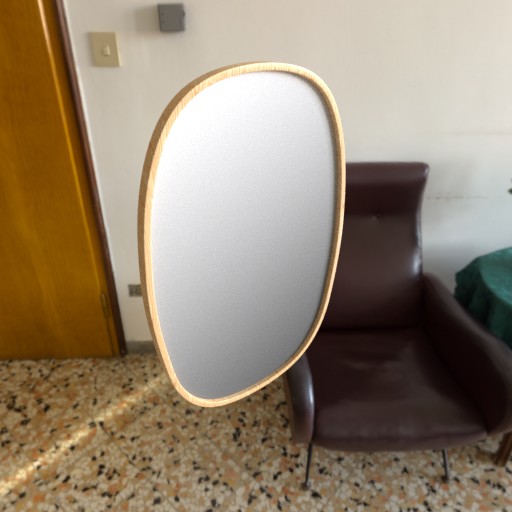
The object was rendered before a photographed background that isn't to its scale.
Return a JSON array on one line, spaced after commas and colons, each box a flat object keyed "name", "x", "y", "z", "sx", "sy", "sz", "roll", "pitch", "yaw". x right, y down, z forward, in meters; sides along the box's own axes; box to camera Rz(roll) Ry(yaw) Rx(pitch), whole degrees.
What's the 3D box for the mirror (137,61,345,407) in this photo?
[{"name": "mirror", "x": 0.000, "y": 0.000, "z": 1.335, "sx": 0.724, "sy": 1.075, "sz": 0.037, "roll": -21, "pitch": 35, "yaw": -32}]
